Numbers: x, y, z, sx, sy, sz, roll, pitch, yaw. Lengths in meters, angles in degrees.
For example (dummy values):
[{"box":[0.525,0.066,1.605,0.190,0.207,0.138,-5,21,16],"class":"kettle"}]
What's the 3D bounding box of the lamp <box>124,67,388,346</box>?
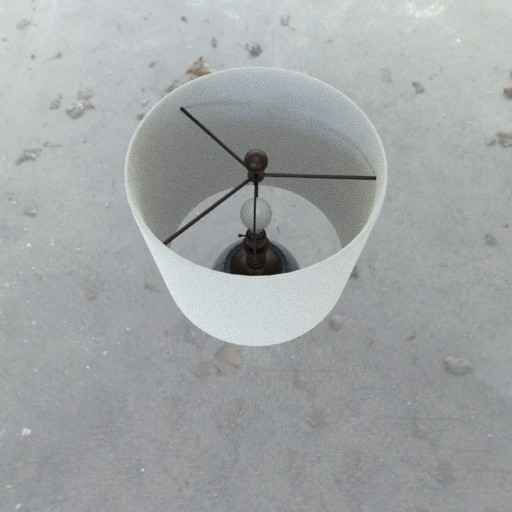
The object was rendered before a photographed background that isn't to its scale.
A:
[{"box":[0.000,0.000,0.798,0.329,0.570,0.329,2,64,1],"class":"lamp"}]
